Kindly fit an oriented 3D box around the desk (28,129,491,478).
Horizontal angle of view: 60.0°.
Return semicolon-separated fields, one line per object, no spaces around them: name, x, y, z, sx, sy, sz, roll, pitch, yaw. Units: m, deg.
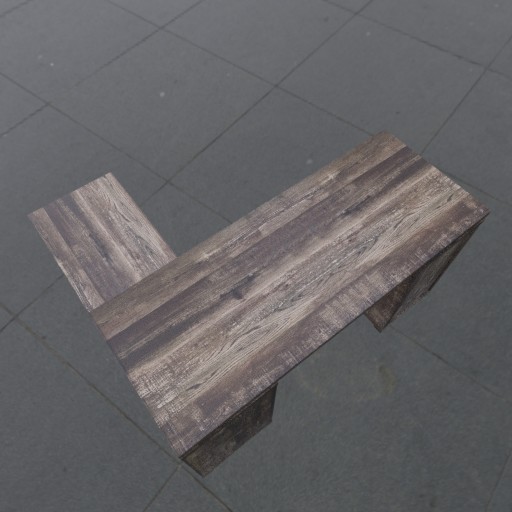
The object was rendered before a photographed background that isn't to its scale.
desk;0.000;0.000;2.153;1.524;0.753;1.200;-33;65;-18
